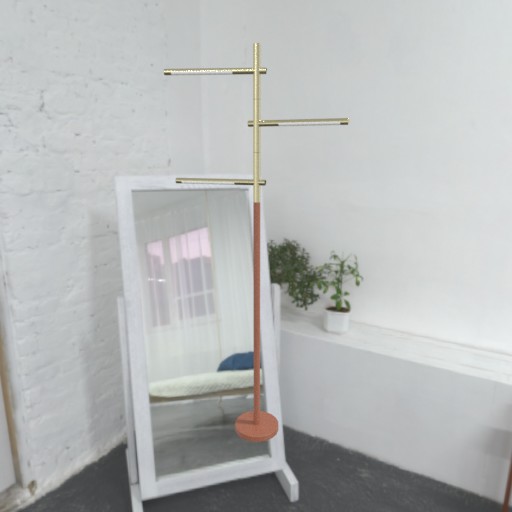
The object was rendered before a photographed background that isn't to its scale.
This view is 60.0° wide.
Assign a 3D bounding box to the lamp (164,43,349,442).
[{"bbox_3d":[0.000,0.000,1.931,0.737,1.704,0.209,2,14,9],"label":"lamp"}]
